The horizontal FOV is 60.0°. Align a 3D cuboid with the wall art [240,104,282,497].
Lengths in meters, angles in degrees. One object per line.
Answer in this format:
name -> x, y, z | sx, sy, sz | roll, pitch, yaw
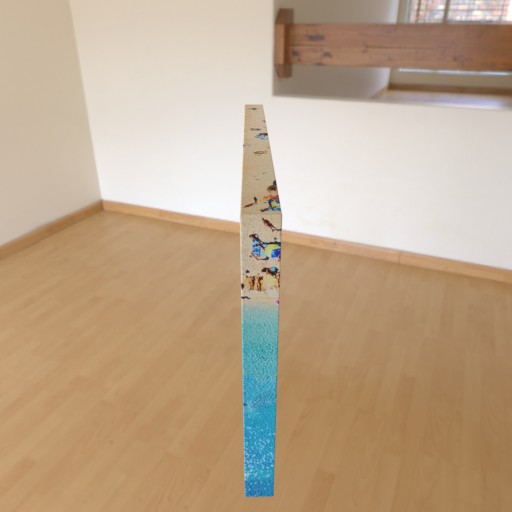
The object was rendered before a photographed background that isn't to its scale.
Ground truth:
wall art -> 0.000, 0.000, 1.123 | 0.057, 0.595, 0.894 | 0, 28, -1
